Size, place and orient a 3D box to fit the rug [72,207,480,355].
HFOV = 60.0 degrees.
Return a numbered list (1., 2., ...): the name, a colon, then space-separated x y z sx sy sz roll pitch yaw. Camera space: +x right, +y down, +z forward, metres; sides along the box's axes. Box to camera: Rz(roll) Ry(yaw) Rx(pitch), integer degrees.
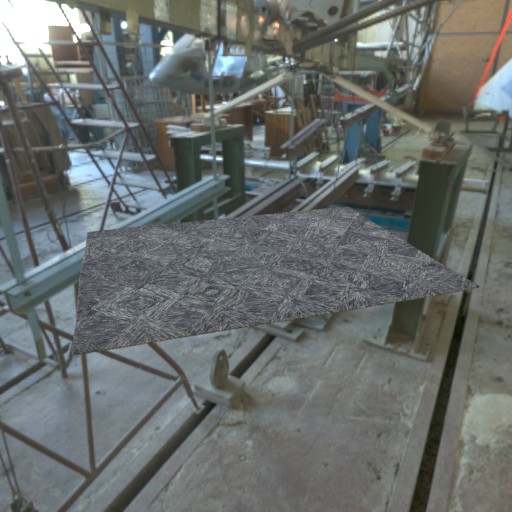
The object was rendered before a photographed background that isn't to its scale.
1. rug: 0.000 0.000 5.463 4.093 0.020 2.997 -7 25 -15
